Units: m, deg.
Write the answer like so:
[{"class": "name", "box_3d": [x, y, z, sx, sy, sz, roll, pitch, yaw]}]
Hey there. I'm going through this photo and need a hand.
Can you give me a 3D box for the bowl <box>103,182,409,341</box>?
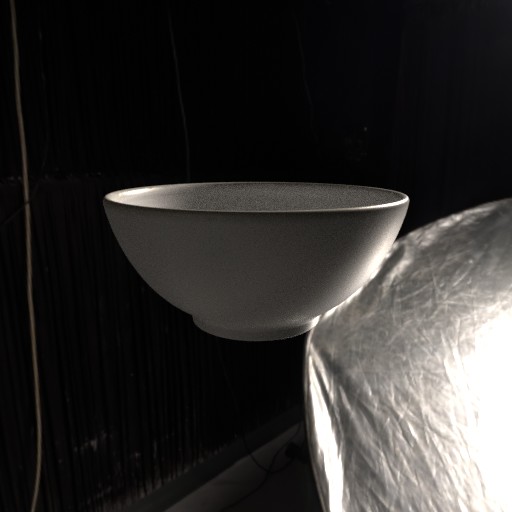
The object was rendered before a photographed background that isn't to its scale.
[{"class": "bowl", "box_3d": [0.000, 0.000, 0.422, 0.268, 0.121, 0.268, 0, 13, 0]}]
